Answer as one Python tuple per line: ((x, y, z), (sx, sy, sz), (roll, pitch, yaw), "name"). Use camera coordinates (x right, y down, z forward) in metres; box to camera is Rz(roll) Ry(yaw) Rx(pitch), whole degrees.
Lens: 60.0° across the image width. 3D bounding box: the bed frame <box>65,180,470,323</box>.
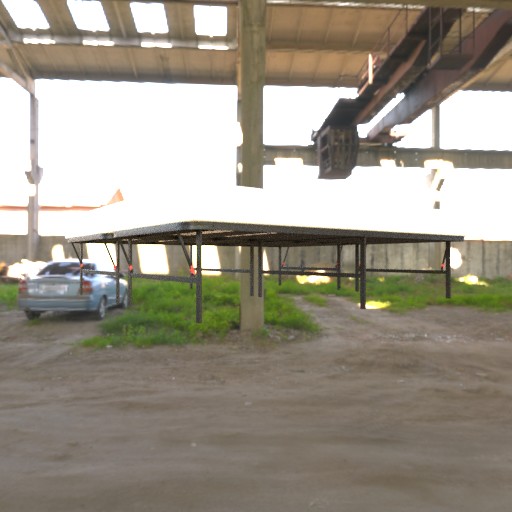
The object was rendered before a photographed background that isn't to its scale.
((0.000, 0.000, 3.053), (2.032, 0.559, 1.930), (0, 0, -36), "bed frame")
